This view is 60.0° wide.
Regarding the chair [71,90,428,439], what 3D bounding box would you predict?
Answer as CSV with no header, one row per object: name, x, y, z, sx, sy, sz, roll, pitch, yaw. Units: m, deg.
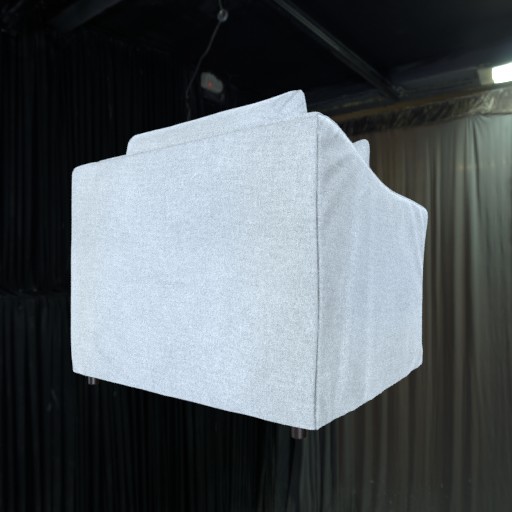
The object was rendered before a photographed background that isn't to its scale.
chair,0.000,0.000,1.934,1.194,1.059,1.071,-1,-2,36
